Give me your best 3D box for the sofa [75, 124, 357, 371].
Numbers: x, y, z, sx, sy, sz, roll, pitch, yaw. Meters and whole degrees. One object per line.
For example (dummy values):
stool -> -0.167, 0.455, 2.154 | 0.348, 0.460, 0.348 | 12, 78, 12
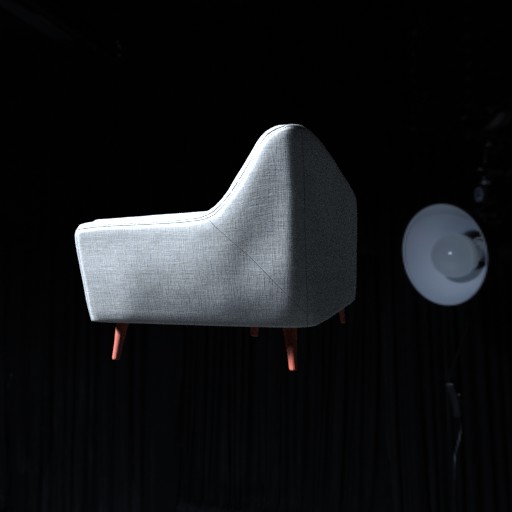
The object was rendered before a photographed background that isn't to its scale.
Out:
sofa -> 0.000, 0.000, 2.480 | 0.976, 0.897, 1.930 | 0, -2, 18
